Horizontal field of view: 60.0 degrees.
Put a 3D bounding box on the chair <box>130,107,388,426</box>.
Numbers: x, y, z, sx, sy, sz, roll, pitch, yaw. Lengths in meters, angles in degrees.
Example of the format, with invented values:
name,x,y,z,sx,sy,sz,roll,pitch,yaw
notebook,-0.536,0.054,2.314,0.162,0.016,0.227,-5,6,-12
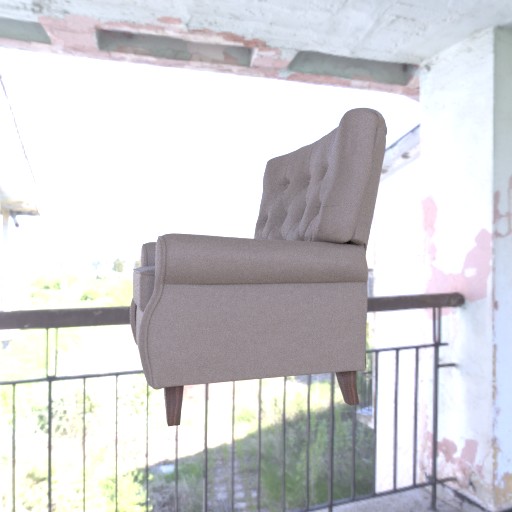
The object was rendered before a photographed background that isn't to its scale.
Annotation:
name,x,y,z,sx,sy,sz,roll,pitch,yaw
chair,0.000,0.000,1.945,1.041,1.138,0.999,0,0,-18
